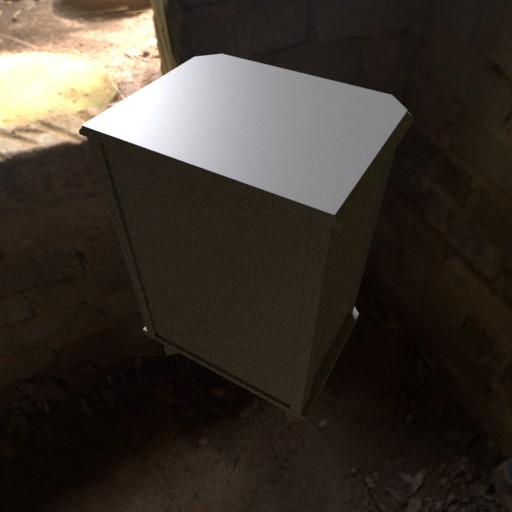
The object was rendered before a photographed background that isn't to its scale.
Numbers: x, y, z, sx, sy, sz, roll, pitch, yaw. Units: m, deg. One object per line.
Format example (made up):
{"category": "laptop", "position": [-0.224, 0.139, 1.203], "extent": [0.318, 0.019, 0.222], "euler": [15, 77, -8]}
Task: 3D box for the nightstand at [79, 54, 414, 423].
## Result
{"category": "nightstand", "position": [0.000, 0.000, 0.966], "extent": [0.450, 0.680, 0.350], "euler": [23, 50, 20]}
